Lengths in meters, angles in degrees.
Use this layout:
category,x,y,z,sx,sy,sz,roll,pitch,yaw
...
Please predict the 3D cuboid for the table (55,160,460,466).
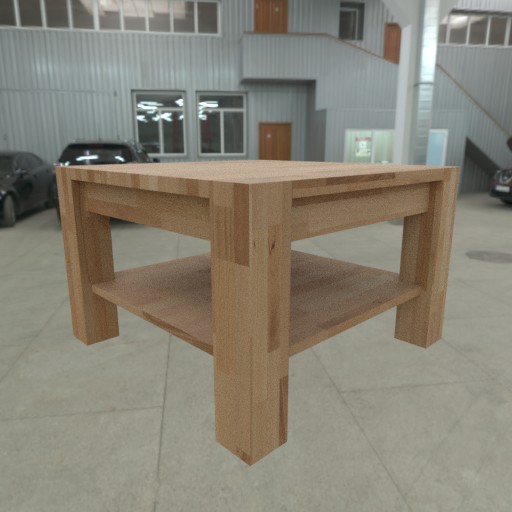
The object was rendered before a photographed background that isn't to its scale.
category,x,y,z,sx,sy,sz,roll,pitch,yaw
table,0.000,0.000,1.137,0.700,0.451,0.700,-13,19,-42
